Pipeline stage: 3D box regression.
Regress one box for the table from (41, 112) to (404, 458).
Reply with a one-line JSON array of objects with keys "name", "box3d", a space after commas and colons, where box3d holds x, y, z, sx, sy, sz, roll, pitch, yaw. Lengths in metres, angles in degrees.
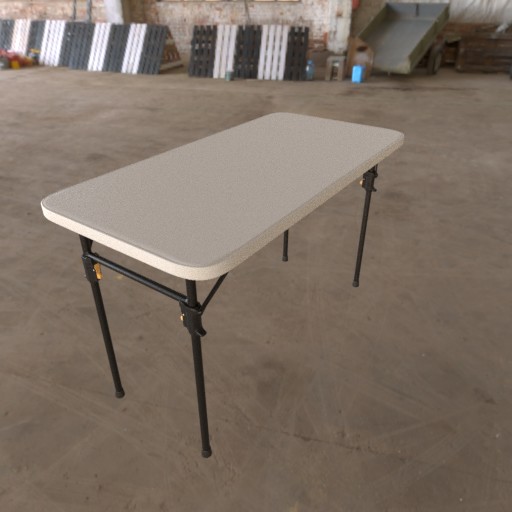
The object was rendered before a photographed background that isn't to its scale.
[{"name": "table", "box3d": [0.000, 0.000, 1.629, 0.610, 0.729, 1.219, 20, 37, 29]}]
